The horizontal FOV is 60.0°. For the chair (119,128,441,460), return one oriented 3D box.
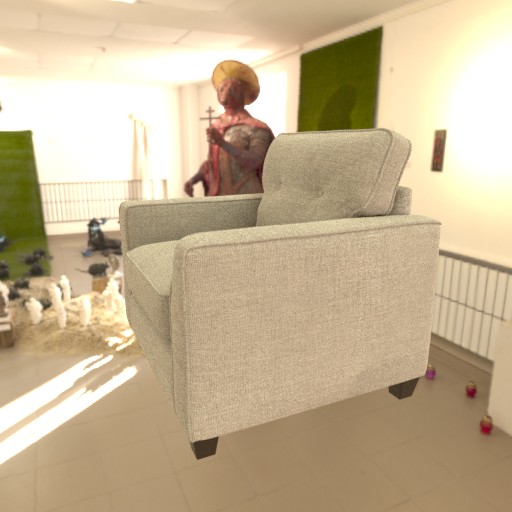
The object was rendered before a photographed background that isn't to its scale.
[{"bbox_3d":[0.000,0.000,1.759,0.939,0.965,1.015,-7,16,-25],"label":"chair"}]
